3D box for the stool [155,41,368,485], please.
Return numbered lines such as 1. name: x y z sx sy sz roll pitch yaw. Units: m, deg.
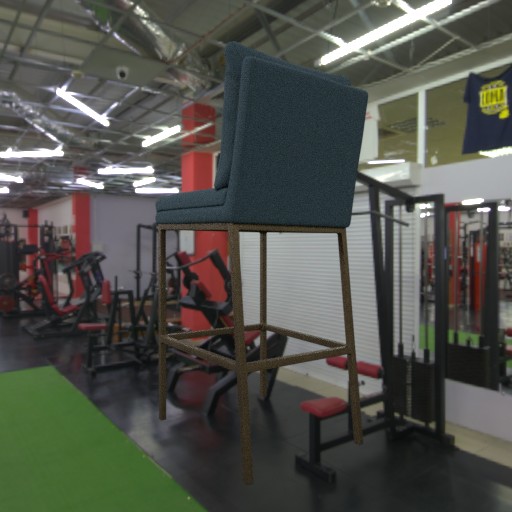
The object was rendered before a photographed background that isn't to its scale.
1. stool: 0.000 0.000 1.423 0.463 1.124 0.568 -1 1 -34
